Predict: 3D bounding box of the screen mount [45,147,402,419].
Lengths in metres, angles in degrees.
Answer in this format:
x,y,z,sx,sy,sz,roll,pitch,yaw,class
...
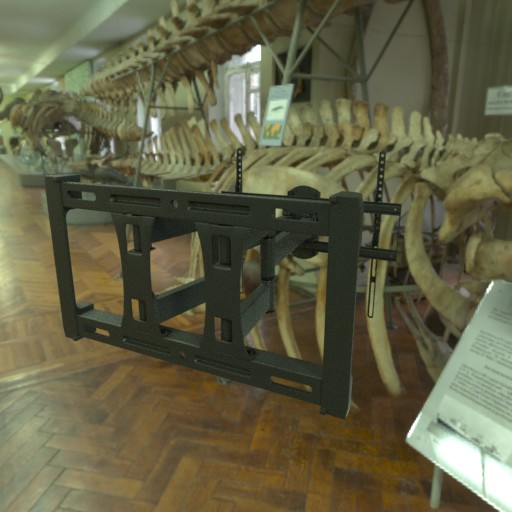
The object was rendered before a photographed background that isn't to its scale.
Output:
x,y,z,sx,sy,sz,roll,pitch,yaw,class
0.000,0.000,0.945,0.571,0.424,0.556,8,18,26,screen mount
